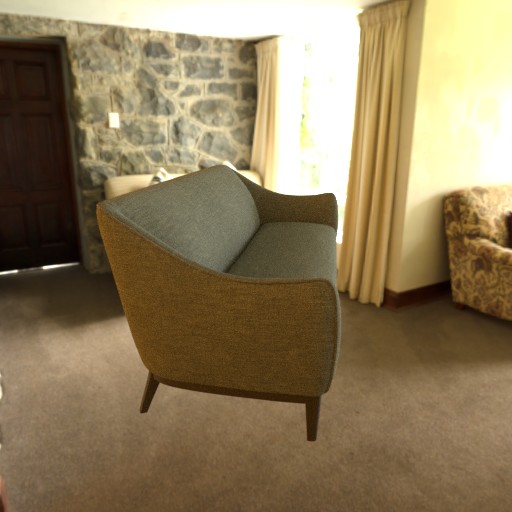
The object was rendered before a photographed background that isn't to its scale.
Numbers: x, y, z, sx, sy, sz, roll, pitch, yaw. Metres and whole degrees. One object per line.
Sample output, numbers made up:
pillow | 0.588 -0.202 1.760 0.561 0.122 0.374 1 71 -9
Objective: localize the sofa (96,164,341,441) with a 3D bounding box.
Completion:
sofa | 0.000 0.000 2.352 0.867 0.829 1.928 3 16 9
